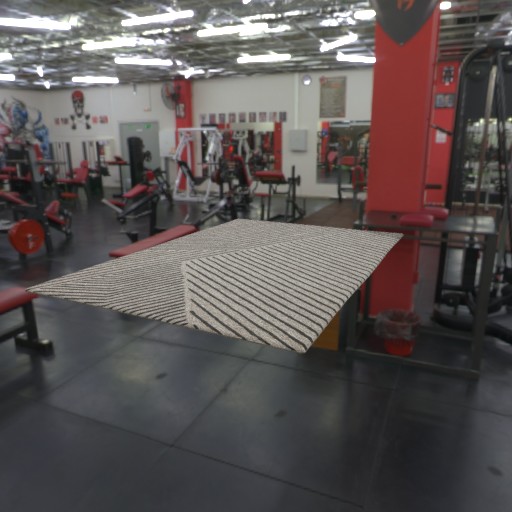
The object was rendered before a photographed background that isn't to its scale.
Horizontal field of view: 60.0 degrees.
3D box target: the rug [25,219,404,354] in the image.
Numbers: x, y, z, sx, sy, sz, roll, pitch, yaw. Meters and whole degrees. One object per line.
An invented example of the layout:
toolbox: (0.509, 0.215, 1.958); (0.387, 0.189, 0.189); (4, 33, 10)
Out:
rug: (0.000, 0.000, 2.360); (1.237, 0.019, 1.842); (7, 17, 26)
